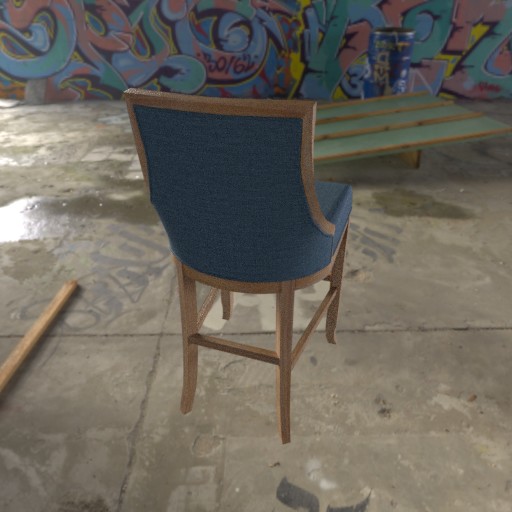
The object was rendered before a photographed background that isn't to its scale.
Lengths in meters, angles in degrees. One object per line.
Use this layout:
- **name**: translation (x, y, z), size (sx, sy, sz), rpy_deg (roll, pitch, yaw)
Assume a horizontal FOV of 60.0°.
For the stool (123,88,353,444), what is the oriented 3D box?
- **stool**: translation (0.000, 0.000, 1.443), size (0.524, 1.101, 0.626), rpy_deg (10, 32, 16)
